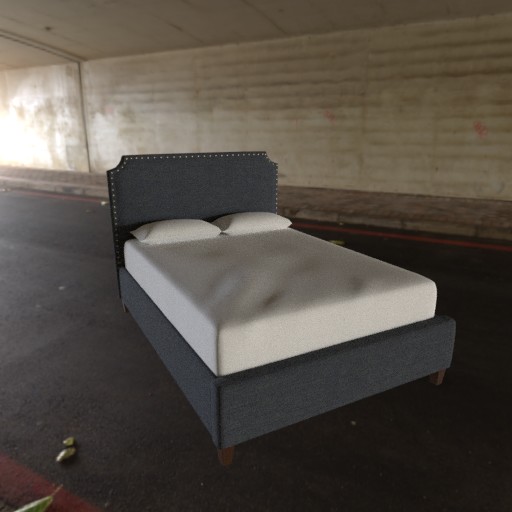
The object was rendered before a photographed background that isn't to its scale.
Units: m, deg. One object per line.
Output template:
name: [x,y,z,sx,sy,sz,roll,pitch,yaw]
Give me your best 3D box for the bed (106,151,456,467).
bed: [0.000,0.000,3.413,1.713,1.443,2.372,-9,18,-27]
